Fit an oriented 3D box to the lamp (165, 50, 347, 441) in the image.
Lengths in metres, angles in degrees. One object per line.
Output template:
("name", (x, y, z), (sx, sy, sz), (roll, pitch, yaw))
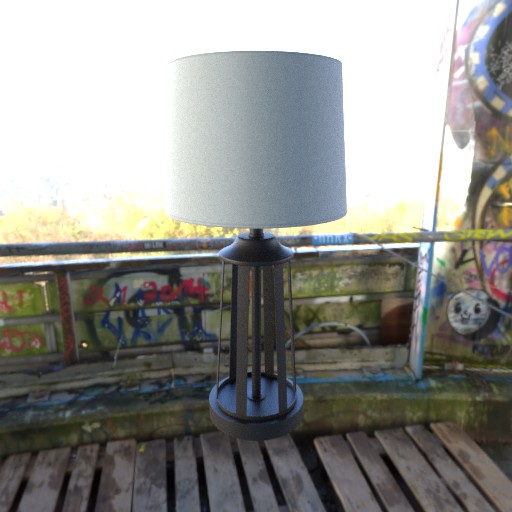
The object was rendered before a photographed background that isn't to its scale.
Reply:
("lamp", (0.000, 0.000, 0.639), (0.251, 0.509, 0.251), (0, 15, 0))
